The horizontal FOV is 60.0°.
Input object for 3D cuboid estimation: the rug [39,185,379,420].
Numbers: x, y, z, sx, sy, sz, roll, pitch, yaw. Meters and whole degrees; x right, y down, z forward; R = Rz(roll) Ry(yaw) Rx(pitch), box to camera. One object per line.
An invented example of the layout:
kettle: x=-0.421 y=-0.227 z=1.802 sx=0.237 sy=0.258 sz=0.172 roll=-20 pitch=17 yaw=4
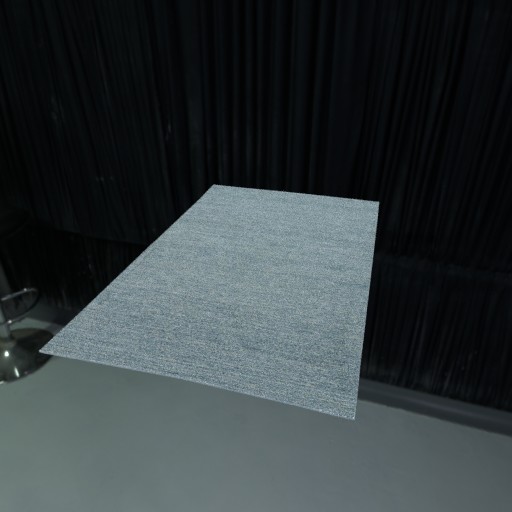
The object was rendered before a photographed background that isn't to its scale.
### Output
rug: x=0.000 y=0.000 z=2.303 sx=1.174 sy=0.022 sz=1.853 roll=8 pitch=30 yaw=14
